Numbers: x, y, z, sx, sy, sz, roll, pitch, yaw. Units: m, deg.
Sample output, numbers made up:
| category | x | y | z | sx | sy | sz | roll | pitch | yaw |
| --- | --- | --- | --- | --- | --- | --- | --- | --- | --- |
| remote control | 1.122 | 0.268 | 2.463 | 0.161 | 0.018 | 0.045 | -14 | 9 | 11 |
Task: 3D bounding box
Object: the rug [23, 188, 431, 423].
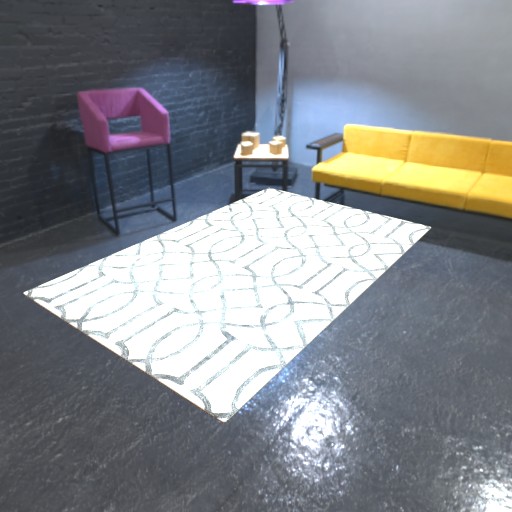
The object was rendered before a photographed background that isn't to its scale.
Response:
| category | x | y | z | sx | sy | sz | roll | pitch | yaw |
| --- | --- | --- | --- | --- | --- | --- | --- | --- | --- |
| rug | 0.000 | 0.000 | 2.929 | 1.521 | 0.017 | 2.365 | 19 | 33 | 33 |
